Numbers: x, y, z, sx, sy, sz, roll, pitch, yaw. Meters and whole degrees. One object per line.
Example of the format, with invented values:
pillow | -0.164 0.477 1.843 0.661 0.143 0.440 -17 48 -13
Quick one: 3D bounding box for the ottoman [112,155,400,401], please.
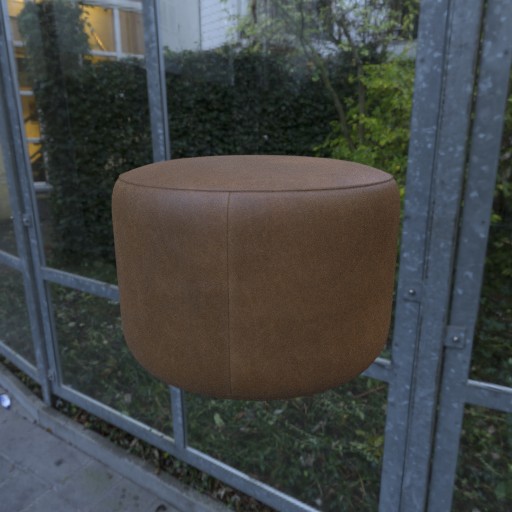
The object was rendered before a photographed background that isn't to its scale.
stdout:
ottoman | 0.000 0.000 1.010 0.607 0.438 0.607 0 16 0
